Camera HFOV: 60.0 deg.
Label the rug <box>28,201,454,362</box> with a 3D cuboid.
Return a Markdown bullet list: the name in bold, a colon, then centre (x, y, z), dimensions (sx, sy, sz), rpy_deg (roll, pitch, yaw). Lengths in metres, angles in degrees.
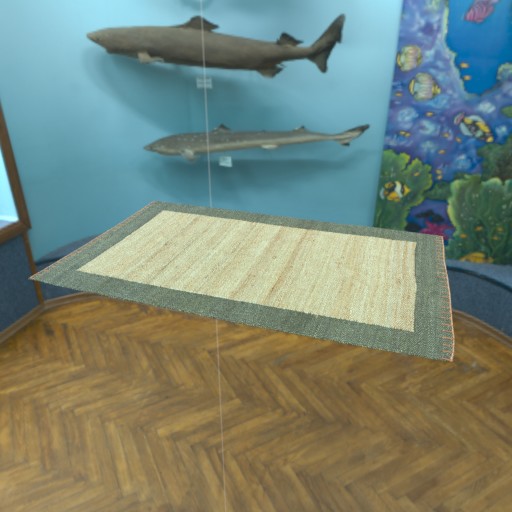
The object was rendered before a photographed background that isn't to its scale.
- **rug**: centre (0.000, 0.000, 2.986), dimensions (2.435, 0.006, 1.521), rpy_deg (9, 28, 17)
